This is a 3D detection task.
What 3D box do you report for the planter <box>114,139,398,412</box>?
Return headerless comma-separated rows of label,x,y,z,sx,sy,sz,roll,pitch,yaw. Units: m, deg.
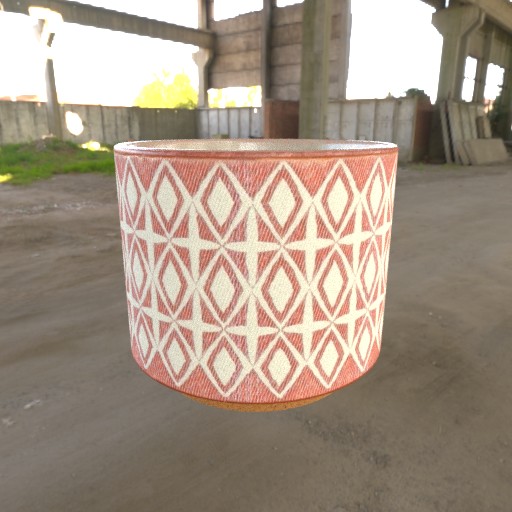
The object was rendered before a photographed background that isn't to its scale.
planter,0.000,0.000,0.478,0.273,0.237,0.273,0,17,0
